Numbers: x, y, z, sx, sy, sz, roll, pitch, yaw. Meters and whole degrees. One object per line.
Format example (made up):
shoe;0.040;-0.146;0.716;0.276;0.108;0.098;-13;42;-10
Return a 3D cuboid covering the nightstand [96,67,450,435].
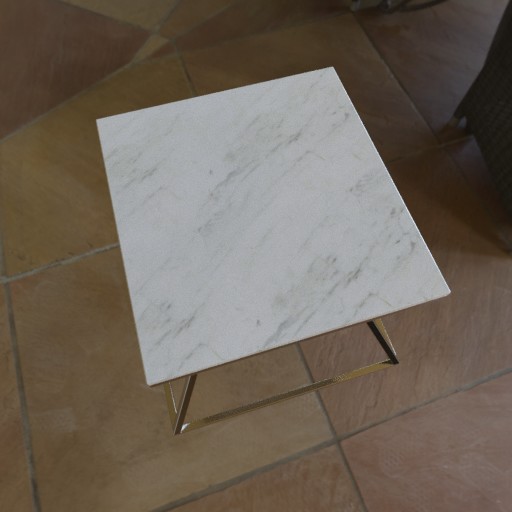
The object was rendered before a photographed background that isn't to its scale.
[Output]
nightstand;0.000;0.000;0.882;0.514;0.426;0.513;-15;66;-7
